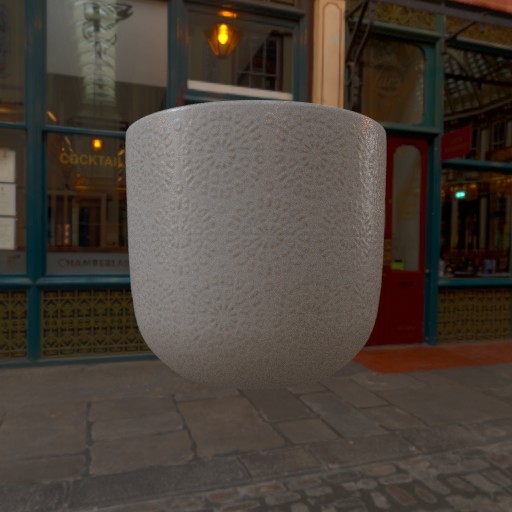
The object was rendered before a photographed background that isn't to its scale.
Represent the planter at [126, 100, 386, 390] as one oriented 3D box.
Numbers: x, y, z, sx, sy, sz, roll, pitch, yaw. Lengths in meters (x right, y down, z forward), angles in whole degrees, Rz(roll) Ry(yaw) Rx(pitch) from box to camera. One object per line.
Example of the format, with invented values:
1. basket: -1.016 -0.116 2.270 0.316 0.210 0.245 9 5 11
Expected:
1. planter: 0.000 0.000 0.370 0.208 0.190 0.208 0 1 0
